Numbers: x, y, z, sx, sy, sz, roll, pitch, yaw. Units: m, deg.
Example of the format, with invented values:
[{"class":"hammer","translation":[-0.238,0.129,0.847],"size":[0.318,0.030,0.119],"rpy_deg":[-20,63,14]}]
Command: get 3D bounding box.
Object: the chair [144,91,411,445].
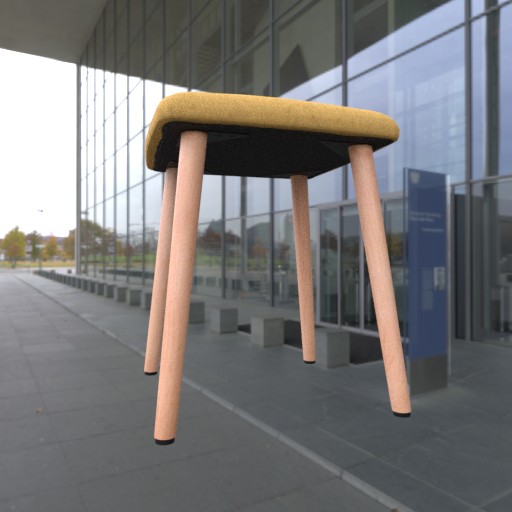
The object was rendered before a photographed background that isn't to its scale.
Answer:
[{"class":"chair","translation":[0.000,0.000,0.722],"size":[0.350,0.440,0.350],"rpy_deg":[0,0,-16]}]
